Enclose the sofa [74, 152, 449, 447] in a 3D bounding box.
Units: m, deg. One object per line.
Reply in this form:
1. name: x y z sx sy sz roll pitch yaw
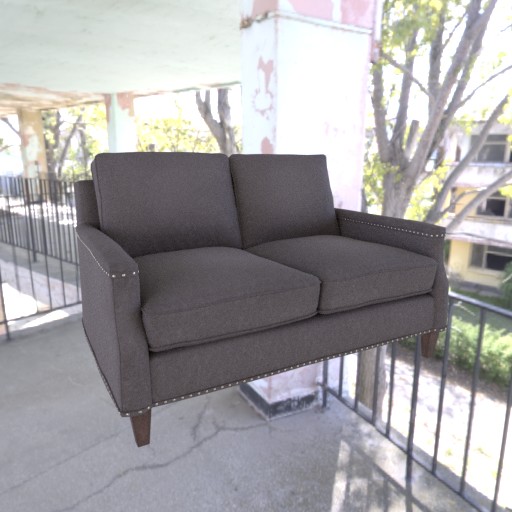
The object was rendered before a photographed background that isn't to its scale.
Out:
1. sofa: 0.000 0.000 2.189 1.597 1.003 1.084 -7 15 -28
